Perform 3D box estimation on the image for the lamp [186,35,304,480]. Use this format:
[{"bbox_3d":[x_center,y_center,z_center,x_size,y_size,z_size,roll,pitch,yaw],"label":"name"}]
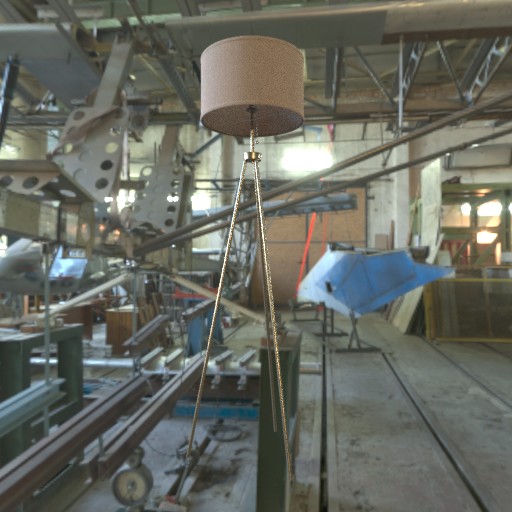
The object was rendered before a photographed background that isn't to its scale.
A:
[{"bbox_3d":[0.000,0.000,1.727,0.449,1.545,0.460,1,-1,-37],"label":"lamp"}]
